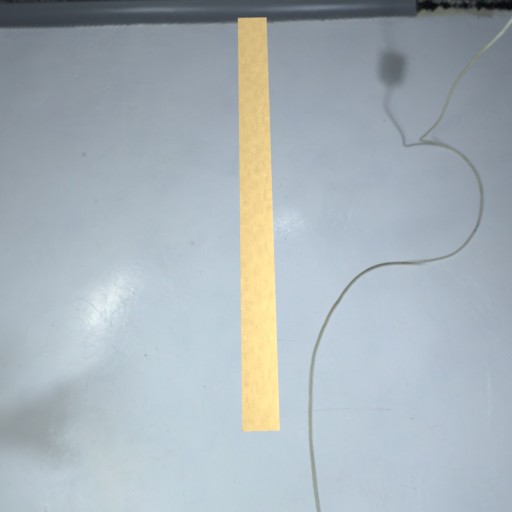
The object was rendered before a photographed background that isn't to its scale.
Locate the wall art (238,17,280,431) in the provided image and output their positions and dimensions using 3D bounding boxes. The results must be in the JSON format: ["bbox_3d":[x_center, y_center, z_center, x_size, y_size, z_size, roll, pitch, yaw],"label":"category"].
[{"bbox_3d":[0.000,0.000,1.917,0.095,1.284,1.284,-1,74,0],"label":"wall art"}]
